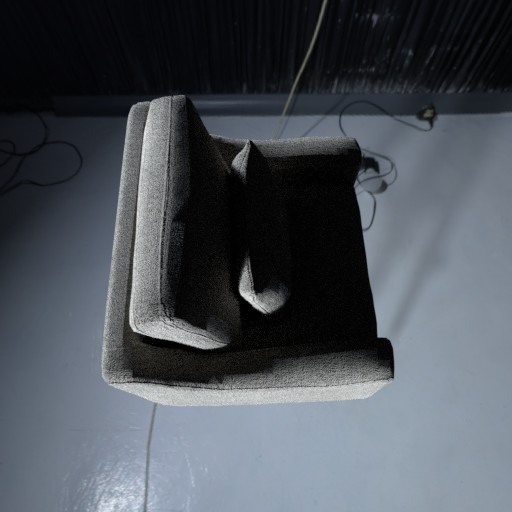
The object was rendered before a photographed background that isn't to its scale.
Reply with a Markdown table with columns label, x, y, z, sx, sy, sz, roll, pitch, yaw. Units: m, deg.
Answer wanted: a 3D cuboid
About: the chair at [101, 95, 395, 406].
| label | x | y | z | sx | sy | sz | roll | pitch | yaw |
| --- | --- | --- | --- | --- | --- | --- | --- | --- | --- |
| chair | 0.000 | 0.000 | 1.893 | 1.009 | 1.037 | 1.138 | -2 | 65 | -1 |
